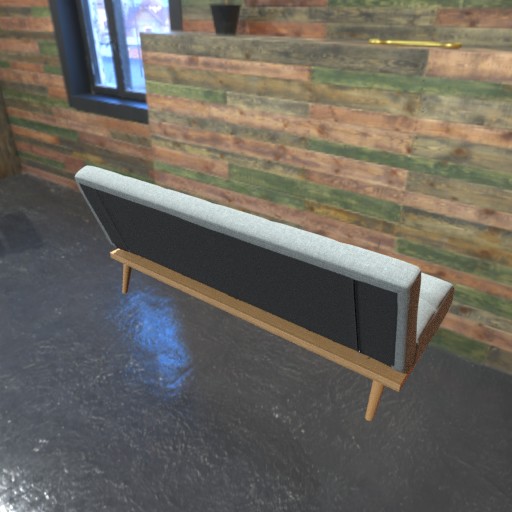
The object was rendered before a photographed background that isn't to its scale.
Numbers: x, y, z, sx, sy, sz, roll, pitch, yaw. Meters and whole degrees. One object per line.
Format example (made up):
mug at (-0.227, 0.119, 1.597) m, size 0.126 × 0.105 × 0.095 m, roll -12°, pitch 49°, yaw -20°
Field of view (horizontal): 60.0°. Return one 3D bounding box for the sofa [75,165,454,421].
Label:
sofa at (0.000, 0.000, 2.295) m, size 1.820 × 0.800 × 0.800 m, roll 20°, pitch 35°, yaw 31°
